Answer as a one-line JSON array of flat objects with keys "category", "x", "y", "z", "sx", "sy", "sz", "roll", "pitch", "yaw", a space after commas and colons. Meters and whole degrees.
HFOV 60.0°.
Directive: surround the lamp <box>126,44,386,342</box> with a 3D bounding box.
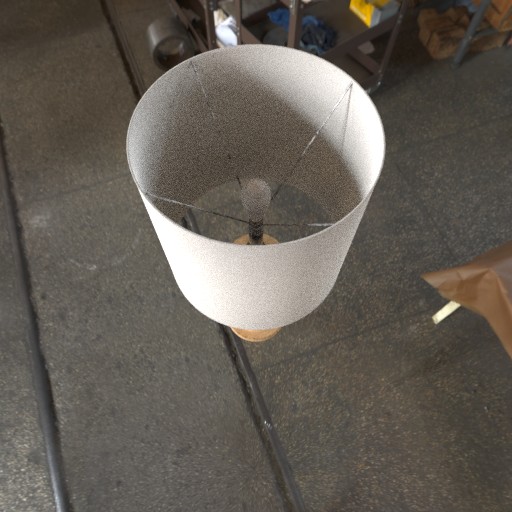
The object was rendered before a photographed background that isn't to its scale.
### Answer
[{"category": "lamp", "x": 0.000, "y": 0.000, "z": 0.564, "sx": 0.208, "sy": 0.455, "sz": 0.208, "roll": 33, "pitch": 68, "yaw": 15}]
